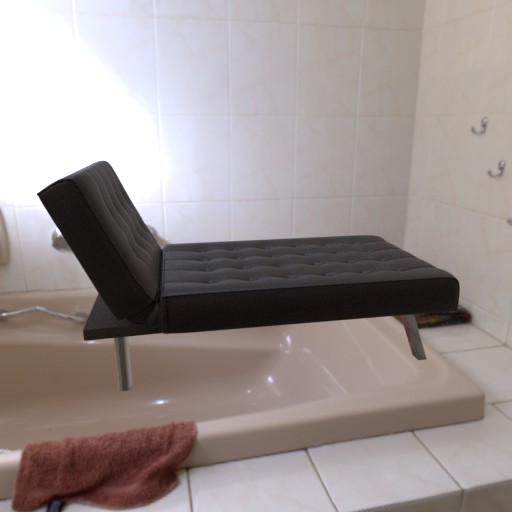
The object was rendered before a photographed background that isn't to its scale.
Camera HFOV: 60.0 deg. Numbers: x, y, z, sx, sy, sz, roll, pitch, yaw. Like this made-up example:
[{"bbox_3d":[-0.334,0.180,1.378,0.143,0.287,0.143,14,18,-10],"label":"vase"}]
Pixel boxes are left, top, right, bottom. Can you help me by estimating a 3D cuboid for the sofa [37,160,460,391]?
[{"bbox_3d":[0.000,0.000,1.986,1.560,0.820,0.760,-3,16,-10],"label":"sofa"}]
